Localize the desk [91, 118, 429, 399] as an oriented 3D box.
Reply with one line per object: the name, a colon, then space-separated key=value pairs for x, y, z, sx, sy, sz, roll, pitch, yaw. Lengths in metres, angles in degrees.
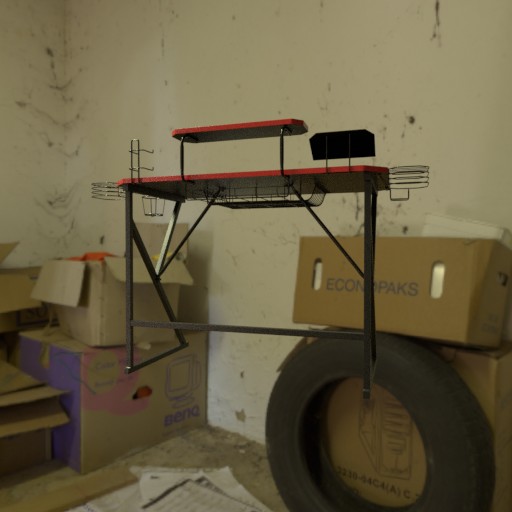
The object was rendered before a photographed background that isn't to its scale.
desk: x=0.000 y=0.000 z=1.789 sx=1.280 sy=0.913 sz=0.588 roll=0 pitch=1 yaw=18
